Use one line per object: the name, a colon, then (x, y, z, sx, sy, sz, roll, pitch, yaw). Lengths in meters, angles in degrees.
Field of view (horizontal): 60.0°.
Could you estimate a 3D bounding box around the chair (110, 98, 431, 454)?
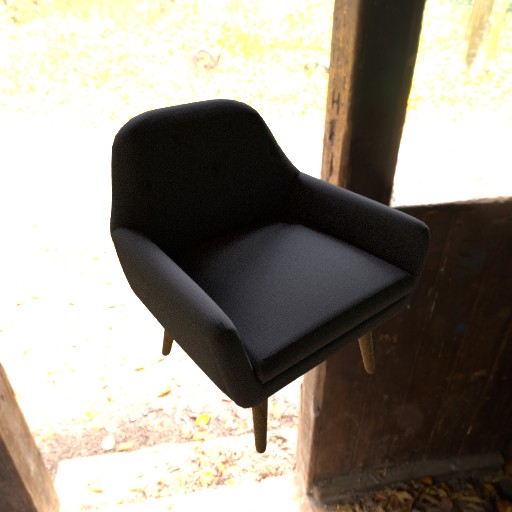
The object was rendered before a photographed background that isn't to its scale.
chair: (0.000, 0.000, 1.387, 0.770, 0.800, 0.779, -23, 39, -32)
